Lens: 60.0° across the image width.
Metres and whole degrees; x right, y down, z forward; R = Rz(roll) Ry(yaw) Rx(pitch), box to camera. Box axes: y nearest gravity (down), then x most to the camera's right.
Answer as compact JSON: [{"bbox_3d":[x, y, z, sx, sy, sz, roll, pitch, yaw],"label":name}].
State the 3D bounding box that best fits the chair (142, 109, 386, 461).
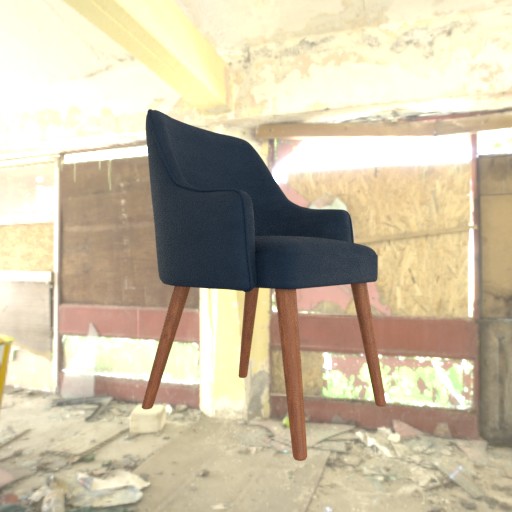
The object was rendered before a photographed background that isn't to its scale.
[{"bbox_3d":[0.000,0.000,1.262,0.591,0.844,0.559,0,-1,38],"label":"chair"}]
